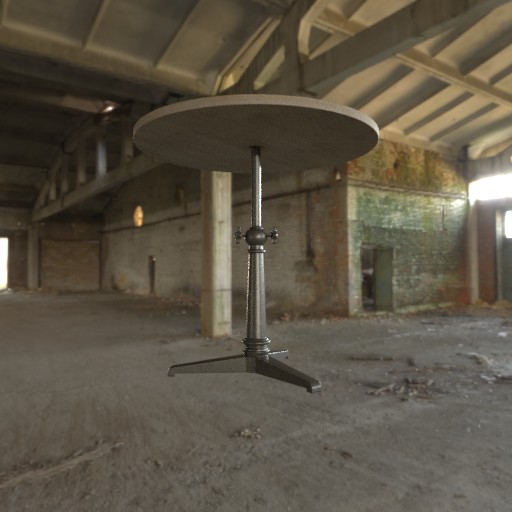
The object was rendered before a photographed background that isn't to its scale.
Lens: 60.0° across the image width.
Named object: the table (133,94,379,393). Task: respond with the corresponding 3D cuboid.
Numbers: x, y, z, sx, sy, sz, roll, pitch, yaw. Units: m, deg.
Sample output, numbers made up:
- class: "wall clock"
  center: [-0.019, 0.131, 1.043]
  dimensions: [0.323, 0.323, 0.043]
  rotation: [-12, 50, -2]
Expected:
- class: "table"
  center: [0.000, 0.000, 1.486]
  dimensions: [0.800, 0.780, 0.800]
  rotation: [0, -2, 0]
